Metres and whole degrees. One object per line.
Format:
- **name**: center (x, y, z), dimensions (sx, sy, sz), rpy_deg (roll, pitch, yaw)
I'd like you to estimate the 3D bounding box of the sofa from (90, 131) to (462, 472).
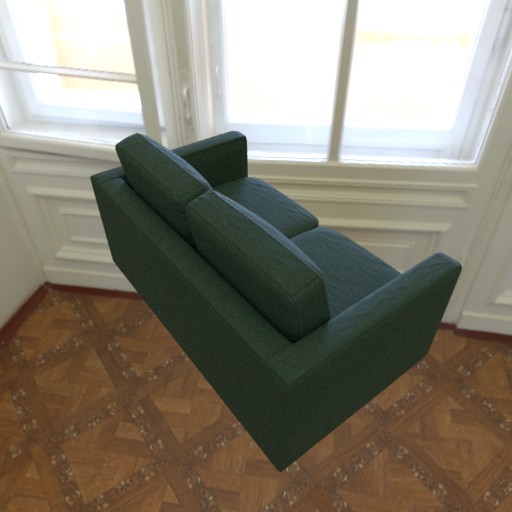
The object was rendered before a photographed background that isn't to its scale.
- **sofa**: center (0.000, 0.000, 1.994), dimensions (0.879, 0.899, 1.430), rpy_deg (-26, 47, -27)
